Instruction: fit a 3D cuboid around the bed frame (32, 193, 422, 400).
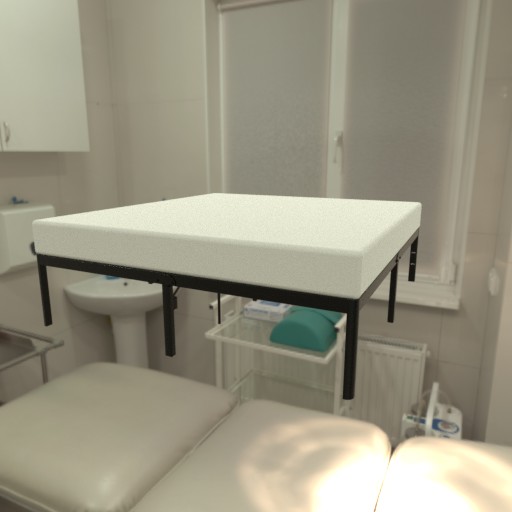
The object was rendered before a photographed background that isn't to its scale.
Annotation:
[{"bbox_3d":[0.000,0.000,3.156,1.963,0.659,2.079,6,15,26],"label":"bed frame"}]
